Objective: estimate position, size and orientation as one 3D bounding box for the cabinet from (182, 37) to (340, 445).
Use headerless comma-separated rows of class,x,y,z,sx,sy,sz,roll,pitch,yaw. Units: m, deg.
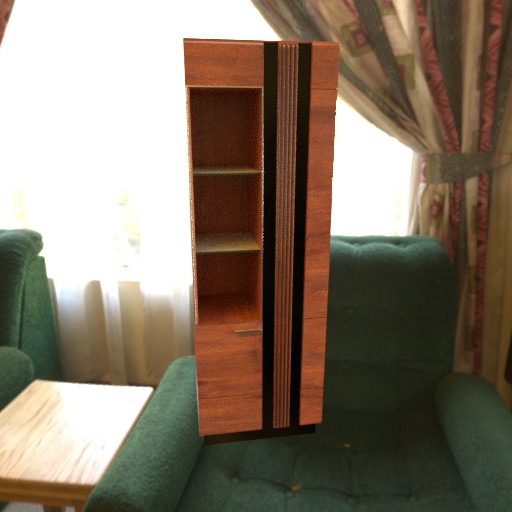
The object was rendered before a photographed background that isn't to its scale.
cabinet,0.000,0.000,2.294,0.660,1.980,0.420,-3,16,-9
